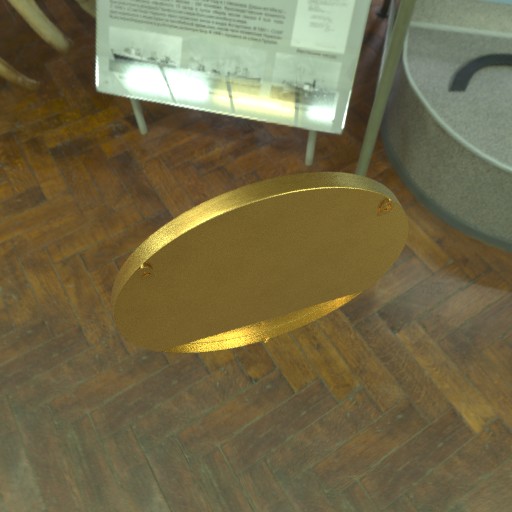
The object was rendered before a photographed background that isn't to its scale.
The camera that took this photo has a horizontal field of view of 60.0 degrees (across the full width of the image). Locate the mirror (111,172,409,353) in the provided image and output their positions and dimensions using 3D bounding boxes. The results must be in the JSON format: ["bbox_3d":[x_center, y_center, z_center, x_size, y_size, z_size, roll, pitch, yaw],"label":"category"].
[{"bbox_3d":[0.000,0.000,0.712,0.457,0.457,0.133,-15,61,-9],"label":"mirror"}]
